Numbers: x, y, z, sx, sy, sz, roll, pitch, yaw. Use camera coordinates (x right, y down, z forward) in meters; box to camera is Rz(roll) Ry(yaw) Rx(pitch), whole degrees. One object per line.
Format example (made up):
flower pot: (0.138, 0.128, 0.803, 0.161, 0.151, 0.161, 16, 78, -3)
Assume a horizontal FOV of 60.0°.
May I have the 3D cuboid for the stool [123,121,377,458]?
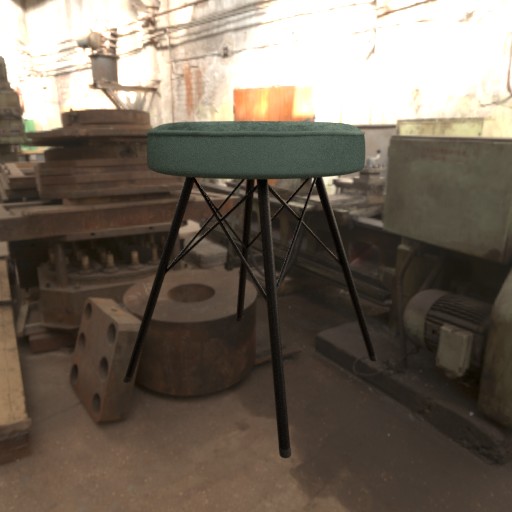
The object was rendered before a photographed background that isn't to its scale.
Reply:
stool: (0.000, 0.000, 0.905, 0.458, 0.519, 0.457, 14, 21, 42)
